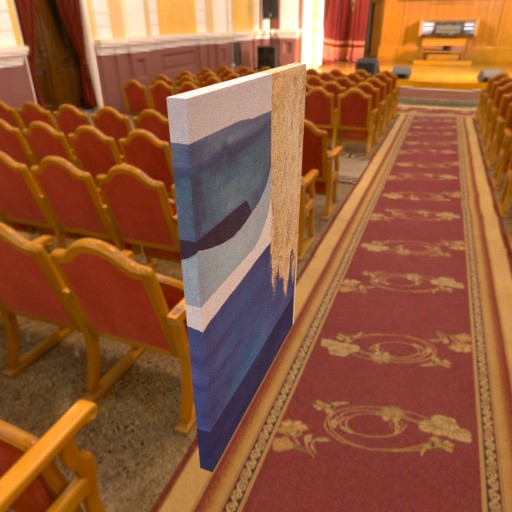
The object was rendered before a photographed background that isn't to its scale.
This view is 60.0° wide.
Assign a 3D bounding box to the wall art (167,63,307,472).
[{"bbox_3d":[0.000,0.000,0.809,0.026,0.613,0.458,11,30,19],"label":"wall art"}]
